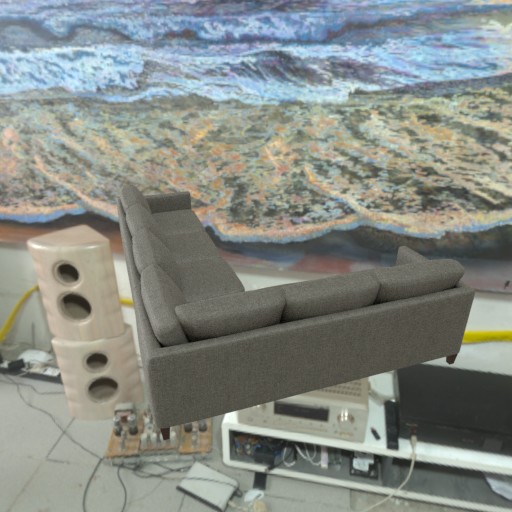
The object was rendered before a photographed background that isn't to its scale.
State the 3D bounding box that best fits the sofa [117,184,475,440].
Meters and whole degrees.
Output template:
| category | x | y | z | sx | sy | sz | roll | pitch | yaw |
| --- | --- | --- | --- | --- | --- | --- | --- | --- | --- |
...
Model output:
| category | x | y | z | sx | sy | sz | roll | pitch | yaw |
| --- | --- | --- | --- | --- | --- | --- | --- | --- | --- |
| sofa | 0.000 | 0.000 | 4.594 | 2.593 | 0.947 | 3.302 | -9 | 28 | -17 |
